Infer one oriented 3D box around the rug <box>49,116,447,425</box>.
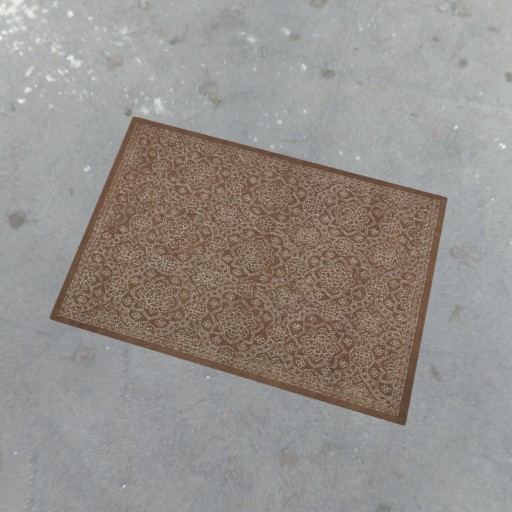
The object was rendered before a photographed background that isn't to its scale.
[{"bbox_3d":[0.000,0.000,2.331,1.829,0.010,1.219,16,75,4],"label":"rug"}]
